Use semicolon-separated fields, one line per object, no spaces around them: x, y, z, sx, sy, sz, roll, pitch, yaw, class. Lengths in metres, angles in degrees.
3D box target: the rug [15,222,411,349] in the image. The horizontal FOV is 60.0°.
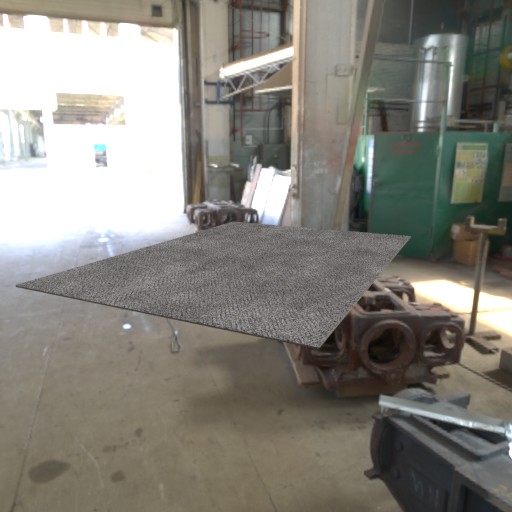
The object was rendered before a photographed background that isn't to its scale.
0.000;0.000;2.855;1.600;0.008;2.235;7;15;26;rug
